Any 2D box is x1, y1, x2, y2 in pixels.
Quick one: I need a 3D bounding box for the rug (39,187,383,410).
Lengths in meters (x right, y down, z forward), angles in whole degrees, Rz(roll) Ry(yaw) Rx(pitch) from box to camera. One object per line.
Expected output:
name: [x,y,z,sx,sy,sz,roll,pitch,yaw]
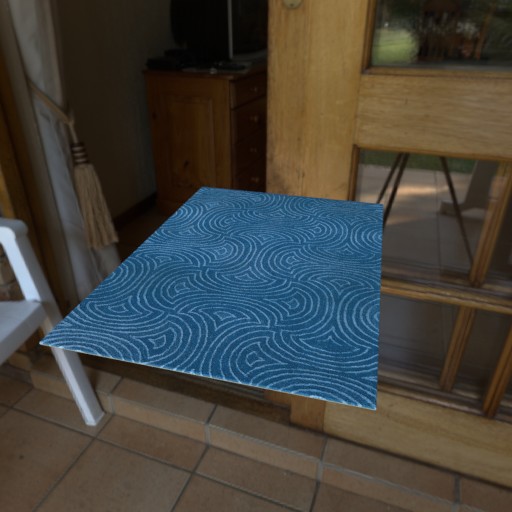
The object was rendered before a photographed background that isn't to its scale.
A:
rug: [0.000,0.000,2.815,1.543,0.015,2.144,7,30,13]
